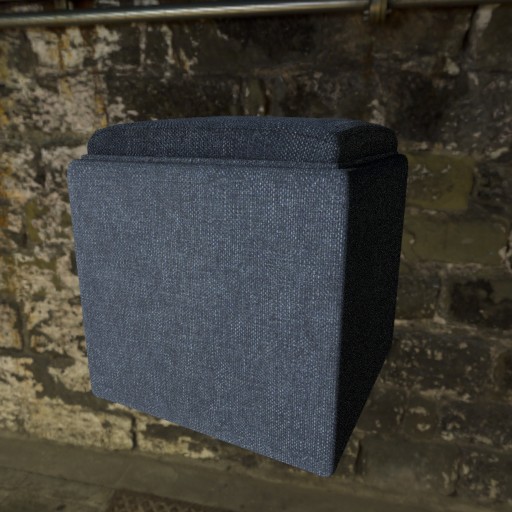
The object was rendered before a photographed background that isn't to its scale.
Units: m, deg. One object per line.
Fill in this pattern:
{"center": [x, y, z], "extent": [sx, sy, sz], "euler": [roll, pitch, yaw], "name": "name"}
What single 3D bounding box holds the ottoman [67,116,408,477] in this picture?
{"center": [0.000, 0.000, 0.822], "extent": [0.454, 0.493, 0.436], "euler": [8, 18, 26], "name": "ottoman"}
